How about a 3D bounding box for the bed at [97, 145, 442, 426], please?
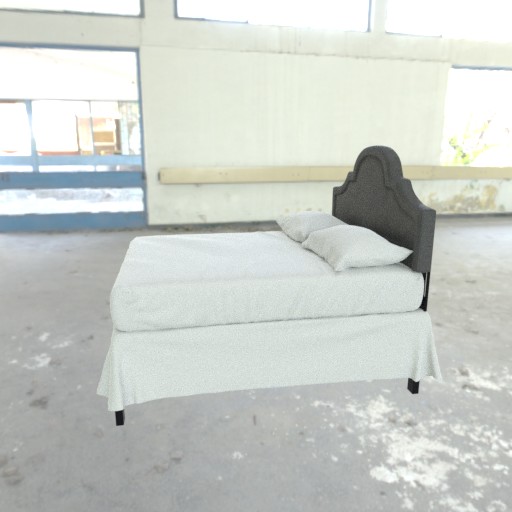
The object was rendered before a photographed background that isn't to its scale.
[{"bbox_3d":[0.000,0.000,3.374,2.222,1.634,1.780,-3,14,-10],"label":"bed"}]
